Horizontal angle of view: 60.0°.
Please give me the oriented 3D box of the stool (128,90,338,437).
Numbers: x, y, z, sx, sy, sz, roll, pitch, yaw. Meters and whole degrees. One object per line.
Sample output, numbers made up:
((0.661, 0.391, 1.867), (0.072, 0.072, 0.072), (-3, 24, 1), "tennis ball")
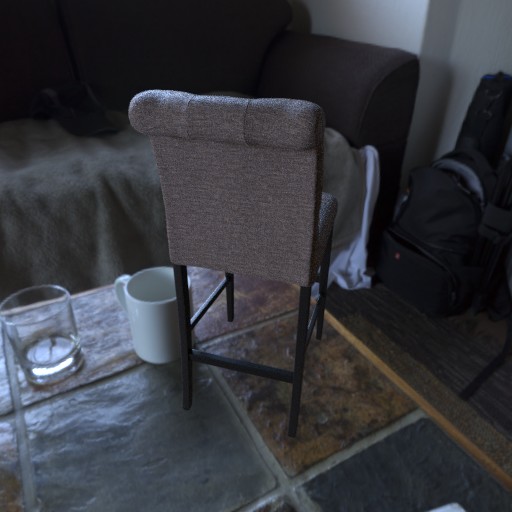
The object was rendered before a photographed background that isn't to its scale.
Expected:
((0.000, 0.000, 1.470), (0.452, 1.131, 0.613), (9, 34, 14), "stool")
